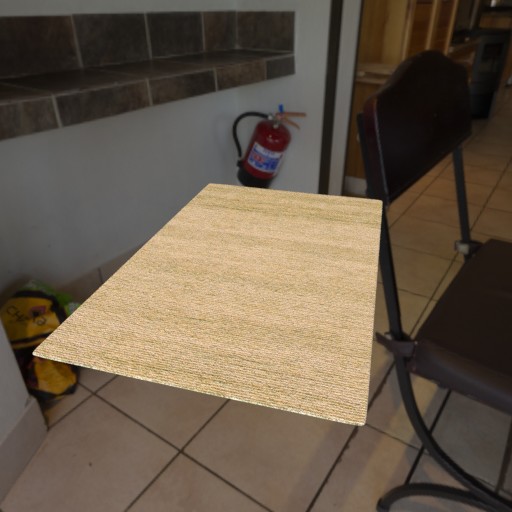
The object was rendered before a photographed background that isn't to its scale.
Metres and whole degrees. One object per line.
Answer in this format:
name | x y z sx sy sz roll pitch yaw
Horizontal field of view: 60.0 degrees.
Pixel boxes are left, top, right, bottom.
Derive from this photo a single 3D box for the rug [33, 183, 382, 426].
rug | 0.000 0.000 2.143 1.143 0.010 1.758 8 31 13
